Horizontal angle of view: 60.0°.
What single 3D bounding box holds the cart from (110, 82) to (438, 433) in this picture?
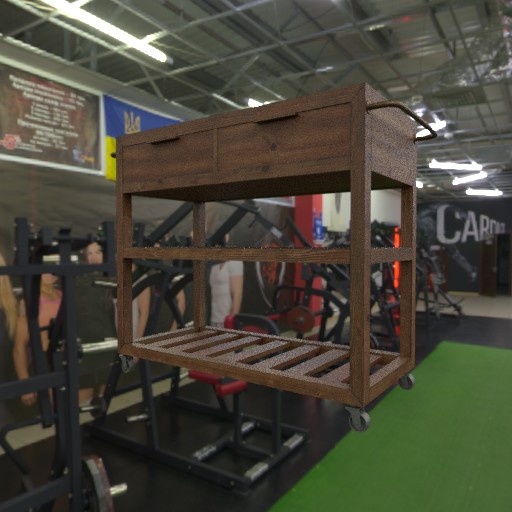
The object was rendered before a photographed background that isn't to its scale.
[{"bbox_3d":[0.000,0.000,1.470,1.065,0.830,0.445,1,2,35],"label":"cart"}]
